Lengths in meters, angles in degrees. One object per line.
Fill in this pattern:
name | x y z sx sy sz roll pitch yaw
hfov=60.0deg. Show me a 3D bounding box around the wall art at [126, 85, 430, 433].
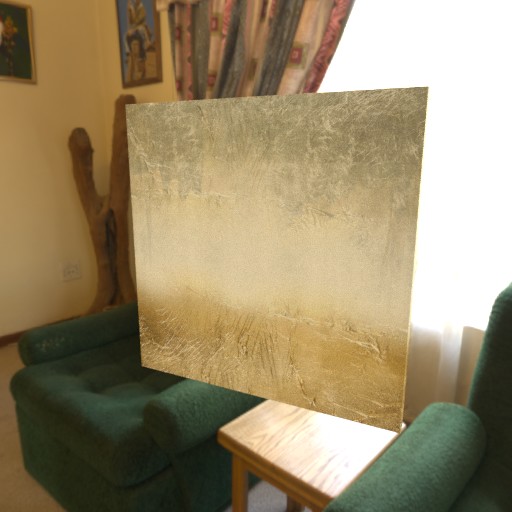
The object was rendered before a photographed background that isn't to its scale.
wall art | 0.000 0.000 1.609 1.092 1.091 0.051 6 14 26
